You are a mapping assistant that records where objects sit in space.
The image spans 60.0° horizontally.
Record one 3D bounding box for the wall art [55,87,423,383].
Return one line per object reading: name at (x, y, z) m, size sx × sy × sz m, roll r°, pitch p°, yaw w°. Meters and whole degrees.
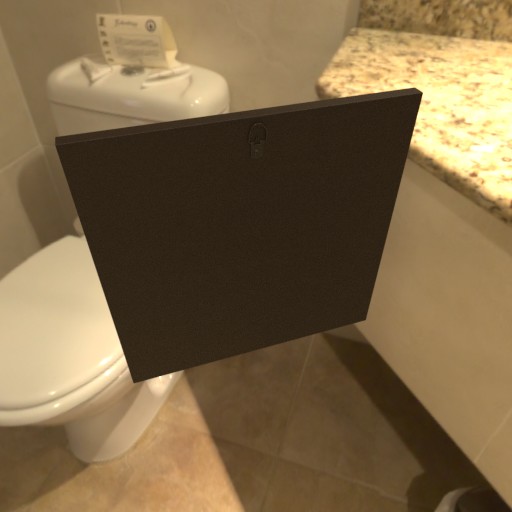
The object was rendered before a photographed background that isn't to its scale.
wall art at (0.000, 0.000, 1.205) m, size 0.805 × 0.807 × 0.043 m, roll -12°, pitch 43°, yaw -14°
